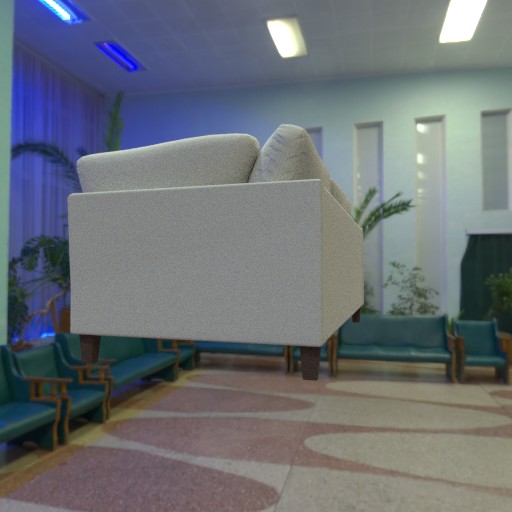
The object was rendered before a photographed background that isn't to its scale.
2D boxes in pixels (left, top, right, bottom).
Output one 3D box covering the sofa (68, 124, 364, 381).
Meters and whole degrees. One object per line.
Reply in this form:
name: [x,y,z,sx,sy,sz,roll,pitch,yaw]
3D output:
sofa: [0.000,0.000,2.313,0.970,0.836,1.776,-1,-2,18]
